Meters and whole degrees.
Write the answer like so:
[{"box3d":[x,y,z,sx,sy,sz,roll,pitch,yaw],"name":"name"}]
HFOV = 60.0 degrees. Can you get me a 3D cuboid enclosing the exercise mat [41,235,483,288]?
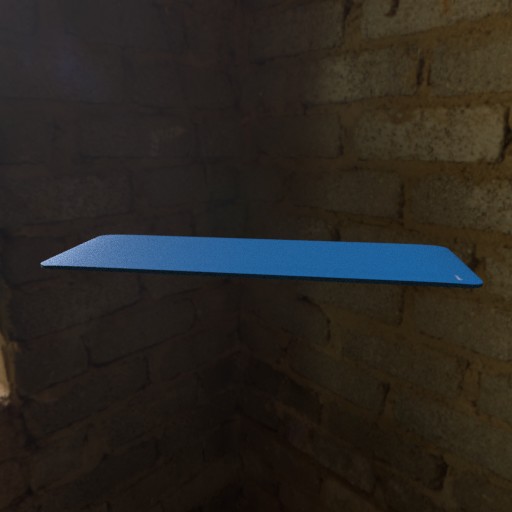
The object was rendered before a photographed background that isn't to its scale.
[{"box3d":[0.000,0.000,2.095,1.869,0.021,0.616,2,15,8],"name":"exercise mat"}]
